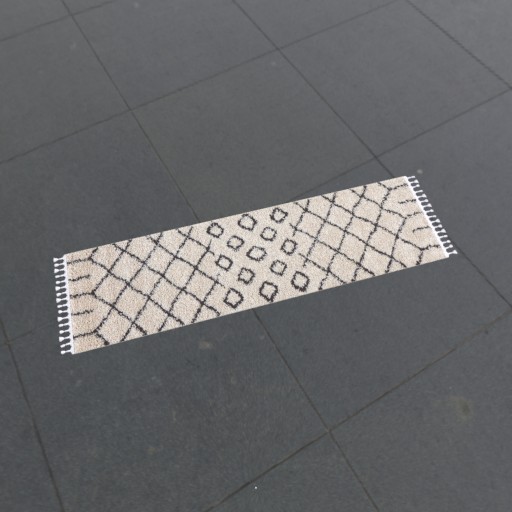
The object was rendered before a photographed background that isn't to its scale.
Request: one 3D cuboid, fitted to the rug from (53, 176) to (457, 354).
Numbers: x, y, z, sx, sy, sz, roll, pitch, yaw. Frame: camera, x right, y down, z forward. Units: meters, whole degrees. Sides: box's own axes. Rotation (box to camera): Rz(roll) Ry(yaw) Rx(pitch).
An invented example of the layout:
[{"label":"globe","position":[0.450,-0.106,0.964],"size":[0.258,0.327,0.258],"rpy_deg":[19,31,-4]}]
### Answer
[{"label":"rug","position":[0.000,0.000,2.790],"size":[2.464,0.005,0.660],"rpy_deg":[-14,63,-7]}]
